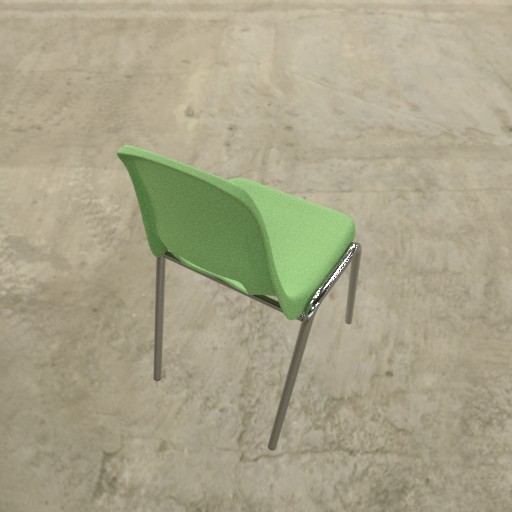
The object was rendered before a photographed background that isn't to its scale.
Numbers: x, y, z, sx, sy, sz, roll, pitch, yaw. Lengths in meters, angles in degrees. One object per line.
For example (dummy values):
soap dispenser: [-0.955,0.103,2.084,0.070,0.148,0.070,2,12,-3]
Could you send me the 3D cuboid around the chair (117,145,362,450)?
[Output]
chair: [0.000,0.000,0.948,0.381,0.704,0.436,23,50,21]
